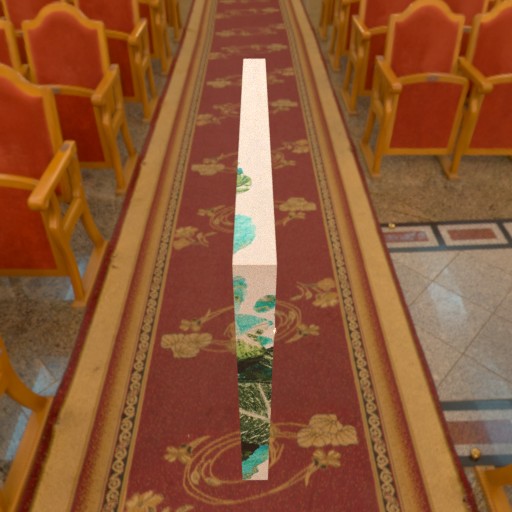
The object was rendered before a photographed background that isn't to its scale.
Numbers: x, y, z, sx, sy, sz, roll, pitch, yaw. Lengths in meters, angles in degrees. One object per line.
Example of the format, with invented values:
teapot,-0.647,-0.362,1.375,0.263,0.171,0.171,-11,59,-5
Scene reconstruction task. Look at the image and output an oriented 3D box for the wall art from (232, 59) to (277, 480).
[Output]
wall art,0.000,0.000,0.699,0.041,0.435,0.507,0,42,0
